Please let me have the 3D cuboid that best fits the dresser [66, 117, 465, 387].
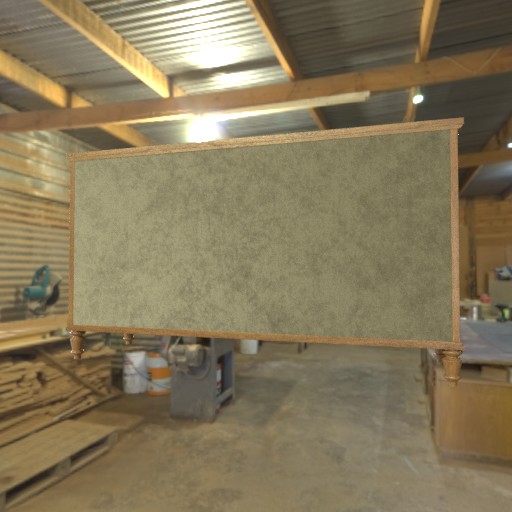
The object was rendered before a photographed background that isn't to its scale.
[{"bbox_3d":[0.000,0.000,1.909,1.583,0.892,0.468,0,-2,17],"label":"dresser"}]
